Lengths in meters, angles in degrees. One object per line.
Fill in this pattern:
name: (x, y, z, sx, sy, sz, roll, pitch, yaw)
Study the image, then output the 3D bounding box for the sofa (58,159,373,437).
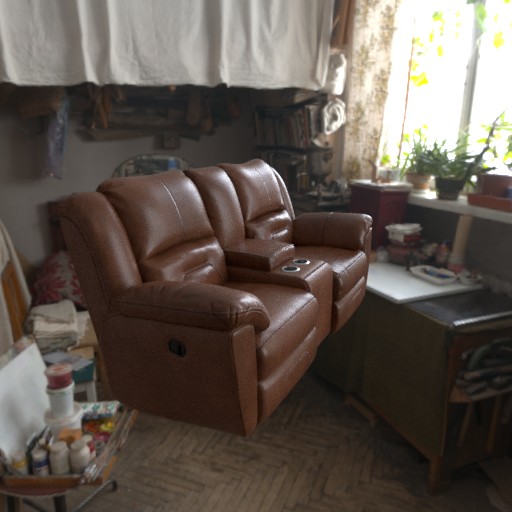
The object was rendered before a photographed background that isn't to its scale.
sofa: (0.000, 0.000, 2.660, 0.991, 1.043, 2.058, 8, 18, 27)
